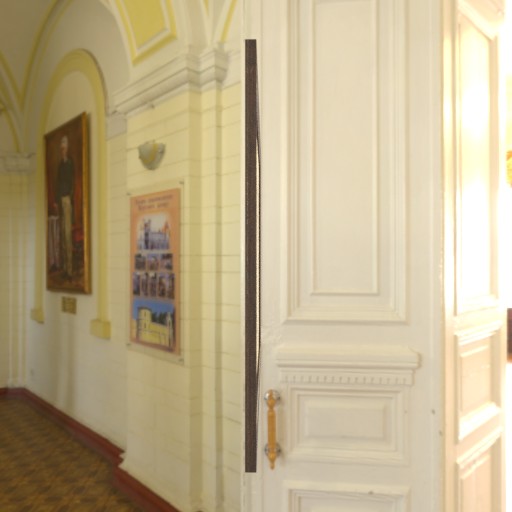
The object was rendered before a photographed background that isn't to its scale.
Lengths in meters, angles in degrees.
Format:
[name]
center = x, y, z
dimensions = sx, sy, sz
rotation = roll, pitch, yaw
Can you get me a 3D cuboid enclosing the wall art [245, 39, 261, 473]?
[wall art]
center = 0.000, 0.000, 1.411
dimensions = 0.023, 0.875, 1.033
rotation = 0, 0, 1
